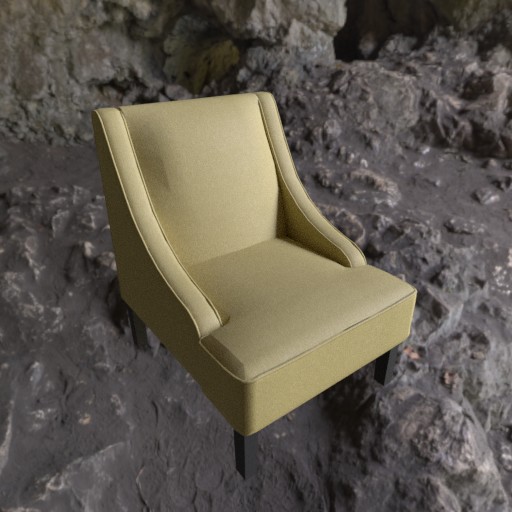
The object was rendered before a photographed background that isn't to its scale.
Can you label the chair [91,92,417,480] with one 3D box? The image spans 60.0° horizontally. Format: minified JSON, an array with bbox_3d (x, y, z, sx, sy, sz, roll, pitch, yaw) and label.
[{"bbox_3d":[0.000,0.000,1.457,0.696,0.896,0.814,-19,33,-32],"label":"chair"}]
